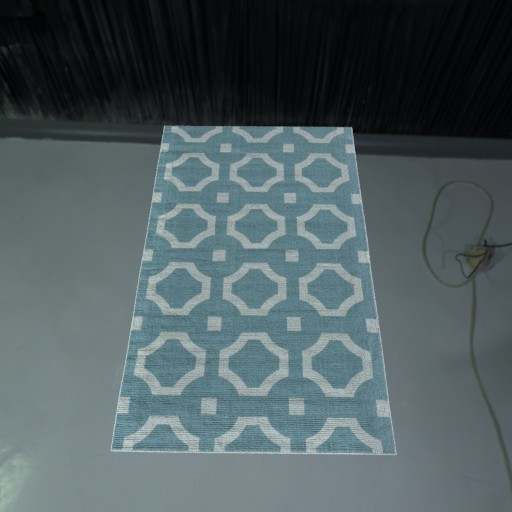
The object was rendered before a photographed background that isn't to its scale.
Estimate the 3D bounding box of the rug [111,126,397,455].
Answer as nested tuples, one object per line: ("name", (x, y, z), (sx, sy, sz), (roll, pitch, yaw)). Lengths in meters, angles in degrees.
("rug", (0.000, 0.000, 2.981), (1.528, 0.015, 2.443), (1, 59, 0))
